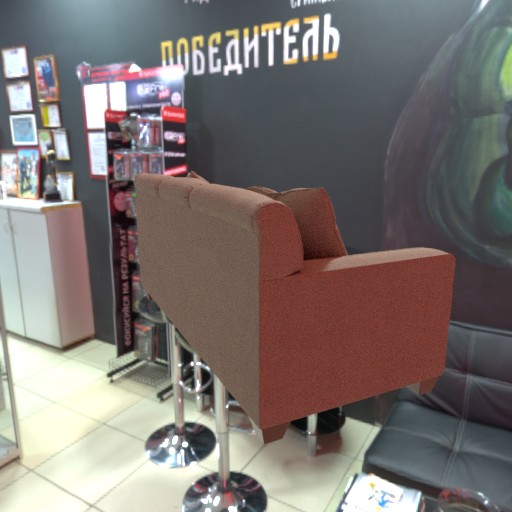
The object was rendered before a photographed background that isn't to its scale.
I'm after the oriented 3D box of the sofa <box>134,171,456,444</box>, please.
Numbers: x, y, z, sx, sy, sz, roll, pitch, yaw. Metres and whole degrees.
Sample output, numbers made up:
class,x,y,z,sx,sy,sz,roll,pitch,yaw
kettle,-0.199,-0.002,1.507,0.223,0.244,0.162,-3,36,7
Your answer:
class,x,y,z,sx,sy,sz,roll,pitch,yaw
sofa,0.000,0.000,2.602,0.997,0.958,2.024,-6,15,-25
